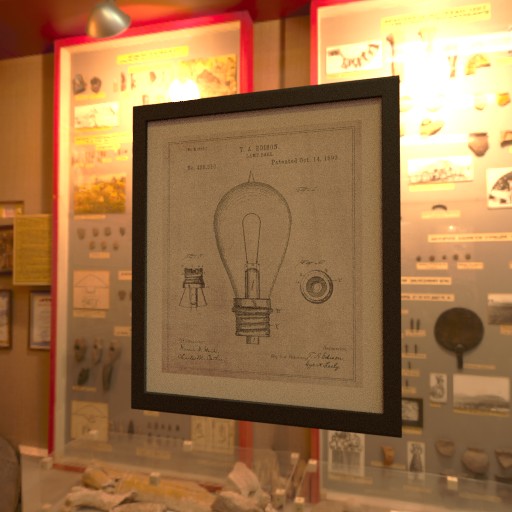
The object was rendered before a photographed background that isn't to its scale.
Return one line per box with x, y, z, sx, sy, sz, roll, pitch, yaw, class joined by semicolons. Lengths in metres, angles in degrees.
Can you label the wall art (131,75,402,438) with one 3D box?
0.000;0.000;0.693;0.430;0.509;0.021;0;-1;17;wall art
